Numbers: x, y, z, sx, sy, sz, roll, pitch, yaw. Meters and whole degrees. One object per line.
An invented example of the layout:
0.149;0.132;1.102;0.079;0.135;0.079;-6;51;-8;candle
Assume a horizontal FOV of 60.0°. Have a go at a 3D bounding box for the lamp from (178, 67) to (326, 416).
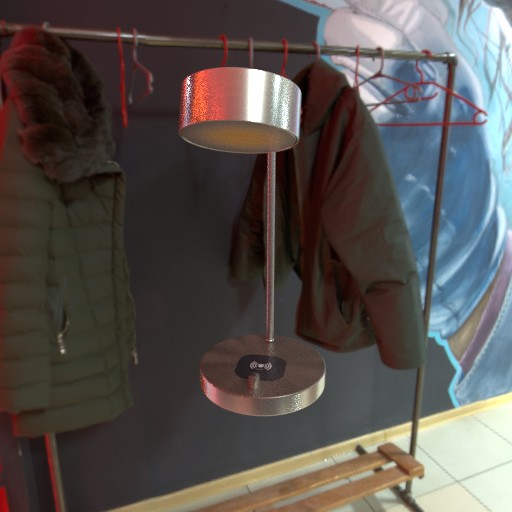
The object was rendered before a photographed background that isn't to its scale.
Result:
0.000;0.000;0.636;0.211;0.469;0.334;3;16;10;lamp
